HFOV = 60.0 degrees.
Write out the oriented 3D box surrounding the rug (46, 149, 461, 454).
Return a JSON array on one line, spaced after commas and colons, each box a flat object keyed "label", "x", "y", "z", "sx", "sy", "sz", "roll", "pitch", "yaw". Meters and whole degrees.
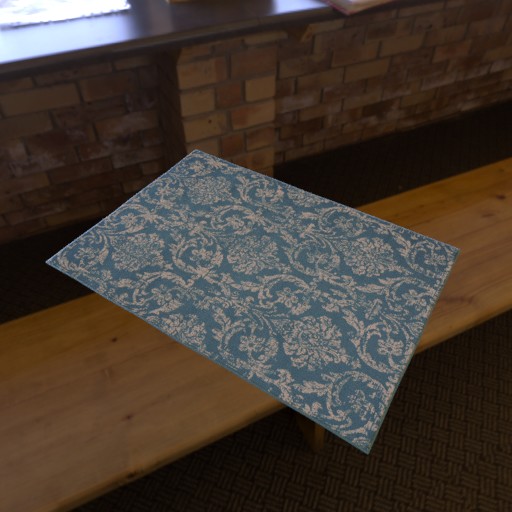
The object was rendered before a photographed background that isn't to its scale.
[{"label": "rug", "x": 0.000, "y": 0.000, "z": 2.874, "sx": 2.205, "sy": 0.012, "sz": 1.554, "roll": 25, "pitch": 51, "yaw": 22}]
